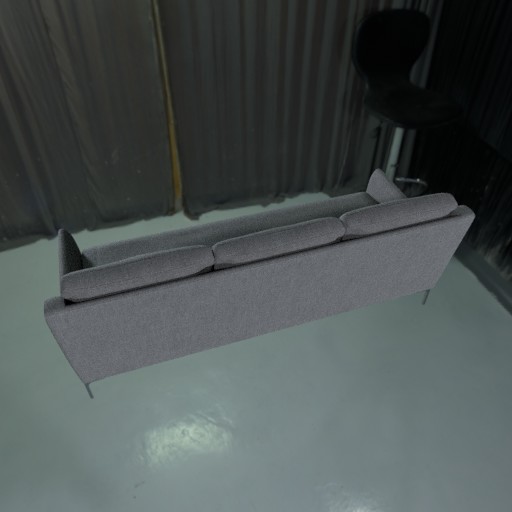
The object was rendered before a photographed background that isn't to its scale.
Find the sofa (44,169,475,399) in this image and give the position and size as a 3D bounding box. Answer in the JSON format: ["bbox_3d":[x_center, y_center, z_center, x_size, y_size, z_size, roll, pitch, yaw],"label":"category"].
[{"bbox_3d":[0.000,0.000,2.477,2.060,0.837,0.849,-13,43,-14],"label":"sofa"}]
